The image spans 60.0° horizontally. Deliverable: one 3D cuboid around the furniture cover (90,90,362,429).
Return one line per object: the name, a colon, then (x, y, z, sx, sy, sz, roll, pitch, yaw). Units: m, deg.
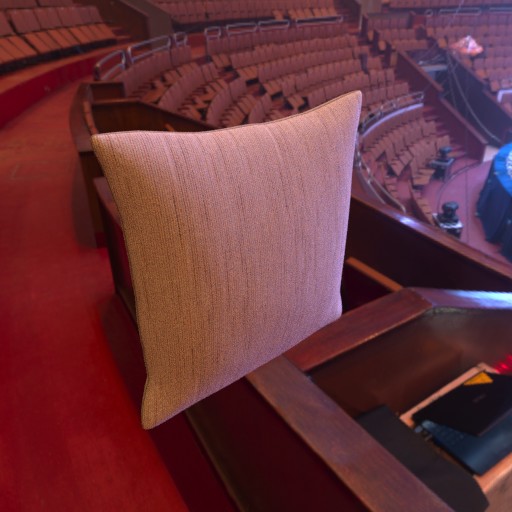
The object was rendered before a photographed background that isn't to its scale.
furniture cover: (0.000, 0.000, 0.785, 0.512, 0.506, 0.178, -22, 37, -34)
